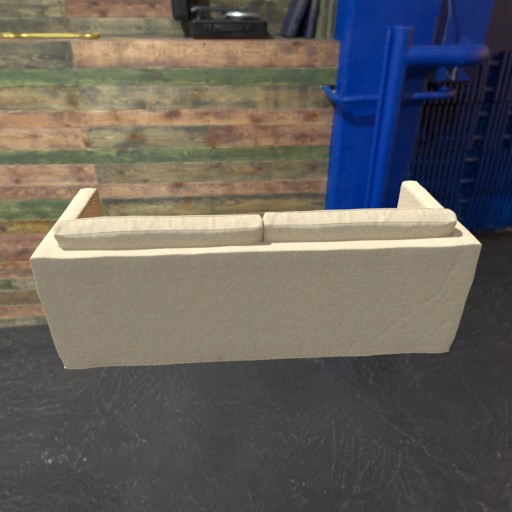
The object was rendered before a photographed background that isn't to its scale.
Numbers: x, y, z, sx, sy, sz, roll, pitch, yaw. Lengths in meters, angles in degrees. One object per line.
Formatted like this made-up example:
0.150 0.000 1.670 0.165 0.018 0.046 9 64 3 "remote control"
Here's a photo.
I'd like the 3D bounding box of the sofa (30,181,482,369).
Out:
0.000 0.000 2.757 2.312 0.853 0.962 -2 30 -3 "sofa"
